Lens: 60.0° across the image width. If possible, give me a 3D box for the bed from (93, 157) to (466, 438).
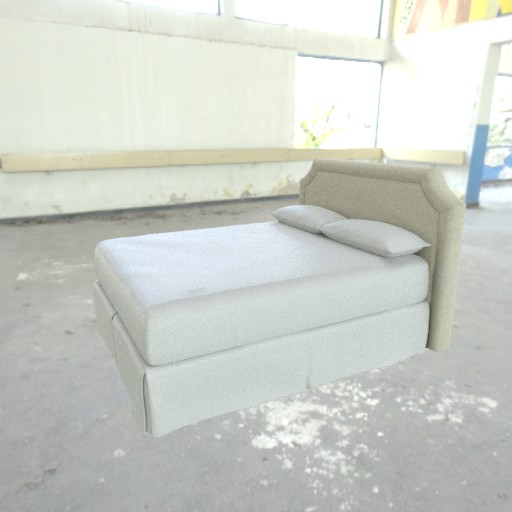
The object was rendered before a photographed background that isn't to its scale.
[{"bbox_3d":[0.000,0.000,3.269,2.164,1.297,1.828,-8,18,-27],"label":"bed"}]
